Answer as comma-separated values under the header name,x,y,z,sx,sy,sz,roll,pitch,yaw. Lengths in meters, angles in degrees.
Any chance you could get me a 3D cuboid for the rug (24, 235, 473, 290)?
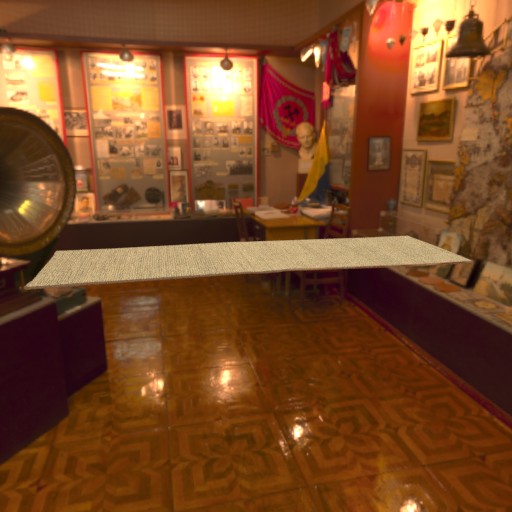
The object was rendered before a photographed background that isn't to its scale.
name,x,y,z,sx,sy,sz,roll,pitch,yaw
rug,0.000,0.000,2.560,2.320,0.032,0.692,-3,15,-11
